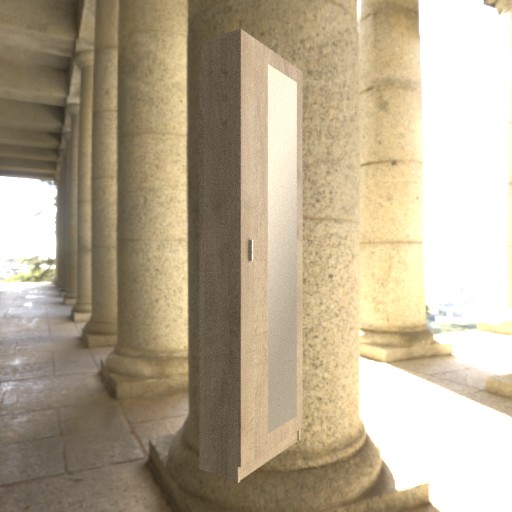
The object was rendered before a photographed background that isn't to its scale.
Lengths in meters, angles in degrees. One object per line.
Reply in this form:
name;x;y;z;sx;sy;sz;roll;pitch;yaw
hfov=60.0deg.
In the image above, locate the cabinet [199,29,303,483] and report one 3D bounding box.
cabinet;0.000;0.000;2.003;0.230;1.790;0.500;0;0;35
